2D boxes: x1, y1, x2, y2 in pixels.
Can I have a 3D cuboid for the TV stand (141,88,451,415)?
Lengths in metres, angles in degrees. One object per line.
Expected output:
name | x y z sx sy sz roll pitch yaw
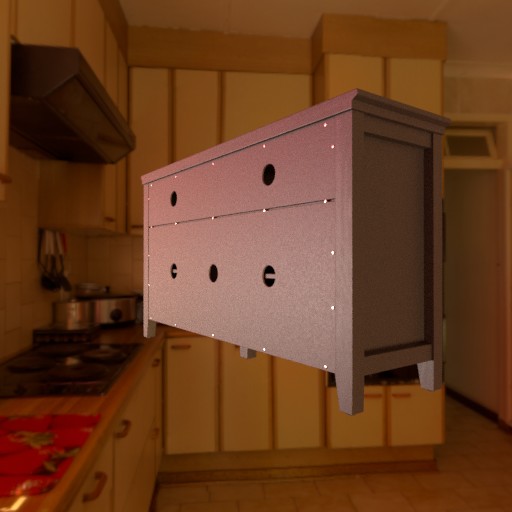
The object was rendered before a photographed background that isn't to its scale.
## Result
TV stand | 0.000 0.000 1.491 0.347 0.681 1.198 0 0 -36
